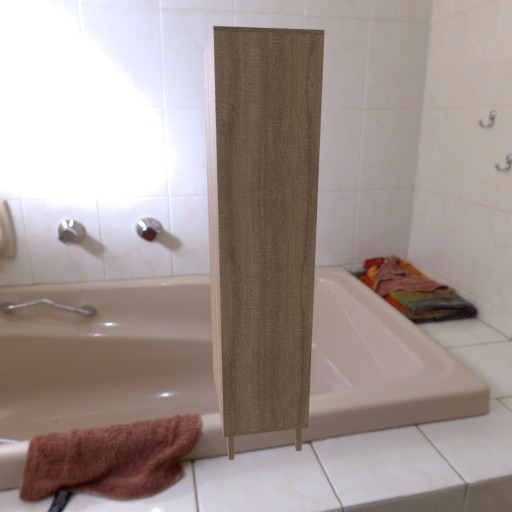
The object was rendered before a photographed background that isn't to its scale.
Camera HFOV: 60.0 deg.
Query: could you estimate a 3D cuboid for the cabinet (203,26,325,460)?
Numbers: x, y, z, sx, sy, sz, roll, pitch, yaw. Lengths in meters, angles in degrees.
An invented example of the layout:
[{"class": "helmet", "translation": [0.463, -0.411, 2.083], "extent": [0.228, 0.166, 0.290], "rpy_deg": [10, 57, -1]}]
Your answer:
[{"class": "cabinet", "translation": [0.000, 0.000, 2.098], "extent": [0.400, 1.850, 0.570], "rpy_deg": [-3, 17, -10]}]
